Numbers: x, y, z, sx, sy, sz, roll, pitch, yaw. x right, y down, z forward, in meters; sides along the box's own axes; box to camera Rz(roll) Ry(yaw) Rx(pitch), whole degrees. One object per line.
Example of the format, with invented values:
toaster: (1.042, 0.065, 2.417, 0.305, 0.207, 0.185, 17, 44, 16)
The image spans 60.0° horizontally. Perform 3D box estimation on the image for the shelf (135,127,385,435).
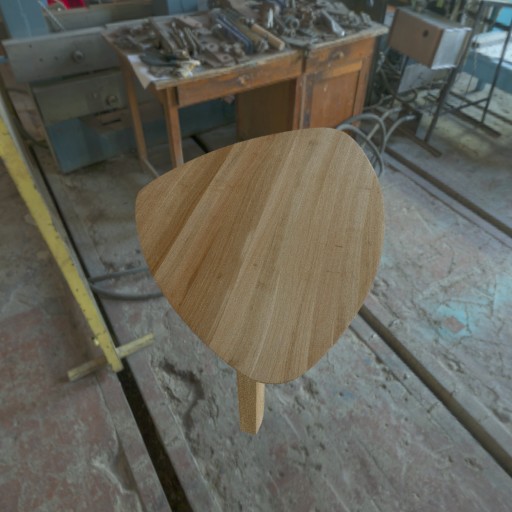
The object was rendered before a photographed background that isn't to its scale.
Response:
shelf: (0.000, 0.000, 1.670, 0.863, 0.439, 1.240, 10, 46, 10)
